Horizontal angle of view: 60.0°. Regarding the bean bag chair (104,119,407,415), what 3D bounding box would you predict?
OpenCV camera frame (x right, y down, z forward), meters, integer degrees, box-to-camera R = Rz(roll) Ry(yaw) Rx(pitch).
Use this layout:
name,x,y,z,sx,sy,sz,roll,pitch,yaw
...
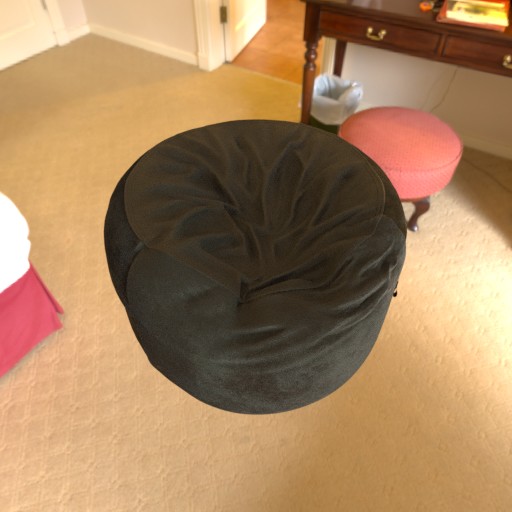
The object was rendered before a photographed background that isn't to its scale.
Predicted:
name,x,y,z,sx,sy,sz,roll,pitch,yaw
bean bag chair,0.000,0.000,1.476,0.918,0.605,0.918,0,47,0
